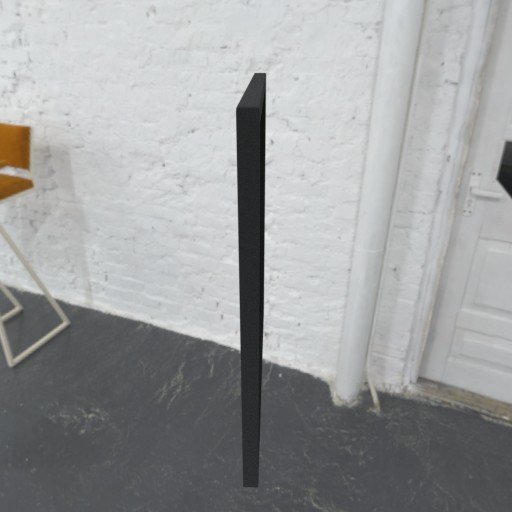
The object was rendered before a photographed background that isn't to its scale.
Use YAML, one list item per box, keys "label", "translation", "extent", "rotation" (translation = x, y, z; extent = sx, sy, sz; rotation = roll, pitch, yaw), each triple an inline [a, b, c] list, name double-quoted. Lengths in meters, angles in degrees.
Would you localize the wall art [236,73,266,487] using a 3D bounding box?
- label: "wall art"
  translation: [0.000, 0.000, 0.700]
  extent: [0.021, 0.508, 0.432]
  rotation: [1, 26, 2]
